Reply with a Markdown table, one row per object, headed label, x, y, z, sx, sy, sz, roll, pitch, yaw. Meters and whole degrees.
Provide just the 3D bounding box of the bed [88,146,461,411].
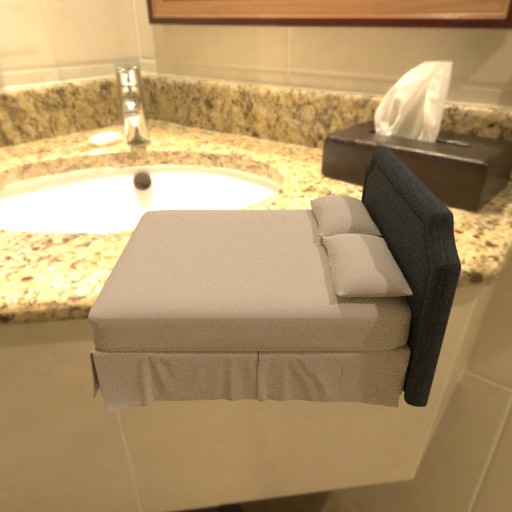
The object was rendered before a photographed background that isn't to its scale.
| label | x | y | z | sx | sy | sz | roll | pitch | yaw |
| --- | --- | --- | --- | --- | --- | --- | --- | --- | --- |
| bed | 0.000 | 0.000 | 3.340 | 2.208 | 1.297 | 1.828 | 0 | 29 | 0 |
